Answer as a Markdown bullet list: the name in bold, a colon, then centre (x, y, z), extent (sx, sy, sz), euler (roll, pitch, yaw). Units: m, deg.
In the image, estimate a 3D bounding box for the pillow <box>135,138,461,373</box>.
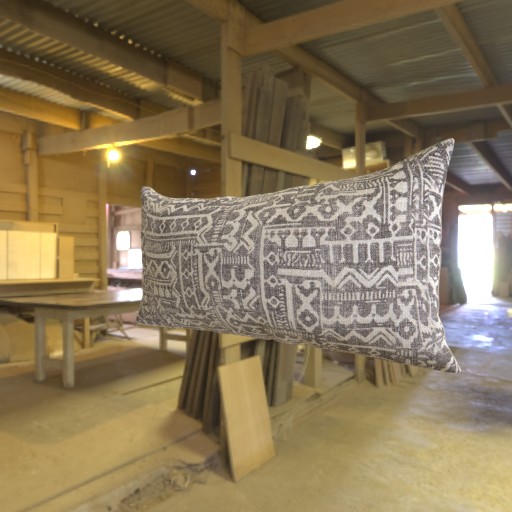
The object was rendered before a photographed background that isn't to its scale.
- **pillow**: centre (0.000, 0.000, 0.733), extent (0.631, 0.290, 0.148), euler (0, 0, 38)
